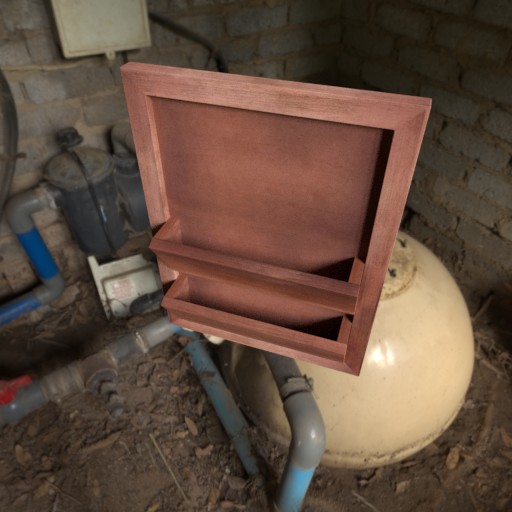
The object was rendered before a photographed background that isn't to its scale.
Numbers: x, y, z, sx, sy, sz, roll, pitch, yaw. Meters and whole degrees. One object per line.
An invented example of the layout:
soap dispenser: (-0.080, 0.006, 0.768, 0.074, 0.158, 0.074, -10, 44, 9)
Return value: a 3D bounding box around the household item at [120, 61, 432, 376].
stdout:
household item: (0.000, 0.000, 0.544, 0.310, 0.407, 0.067, 13, 43, 14)
